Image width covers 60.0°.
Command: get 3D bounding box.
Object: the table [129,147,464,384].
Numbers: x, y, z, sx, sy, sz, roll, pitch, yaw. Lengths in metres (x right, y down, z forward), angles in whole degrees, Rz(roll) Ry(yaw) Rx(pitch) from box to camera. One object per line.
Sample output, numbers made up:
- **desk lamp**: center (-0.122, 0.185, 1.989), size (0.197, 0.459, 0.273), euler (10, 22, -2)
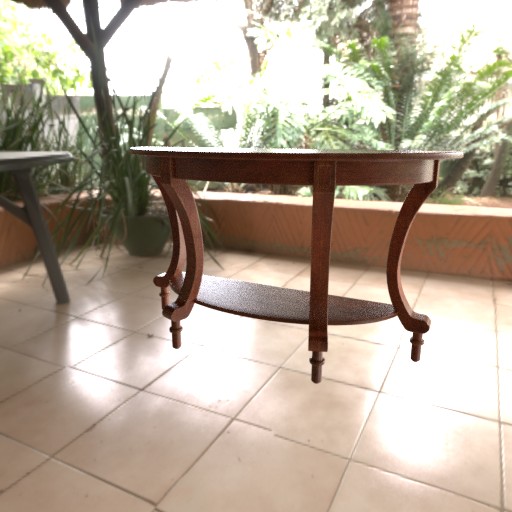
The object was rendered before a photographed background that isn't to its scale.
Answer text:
- **table**: center (0.000, 0.000, 1.503), size (1.198, 0.699, 0.394), euler (7, 17, 25)
